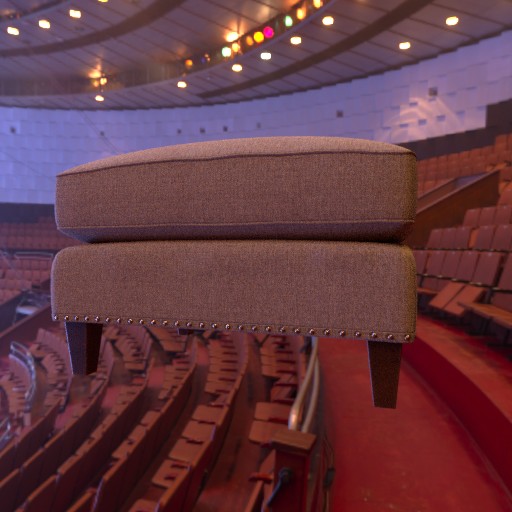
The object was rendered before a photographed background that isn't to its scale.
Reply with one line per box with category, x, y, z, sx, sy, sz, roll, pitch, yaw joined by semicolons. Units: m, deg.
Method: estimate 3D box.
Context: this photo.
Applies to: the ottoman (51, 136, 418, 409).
ottoman;0.000;0.000;1.098;0.741;0.513;0.584;0;1;18
